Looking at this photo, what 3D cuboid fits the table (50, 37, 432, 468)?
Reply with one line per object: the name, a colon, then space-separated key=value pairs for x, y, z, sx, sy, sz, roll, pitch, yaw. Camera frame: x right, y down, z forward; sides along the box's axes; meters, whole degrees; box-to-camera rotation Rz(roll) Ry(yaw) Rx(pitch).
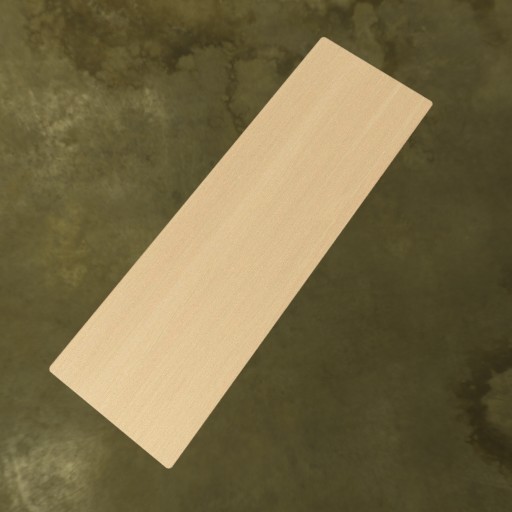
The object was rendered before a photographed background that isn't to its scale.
table: x=0.000 y=0.000 z=1.733 sx=0.447 sy=0.750 sz=1.397 roll=35 pitch=78 yaw=9
